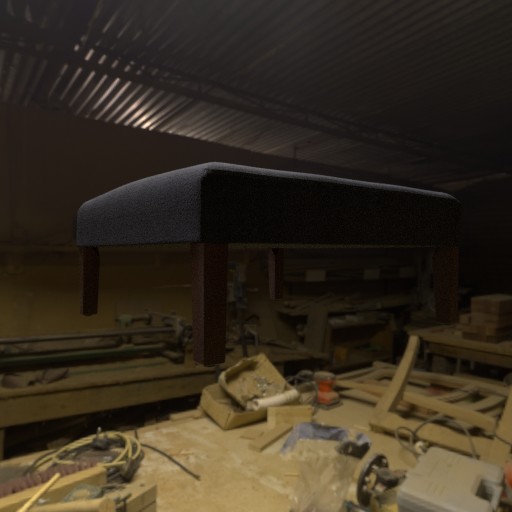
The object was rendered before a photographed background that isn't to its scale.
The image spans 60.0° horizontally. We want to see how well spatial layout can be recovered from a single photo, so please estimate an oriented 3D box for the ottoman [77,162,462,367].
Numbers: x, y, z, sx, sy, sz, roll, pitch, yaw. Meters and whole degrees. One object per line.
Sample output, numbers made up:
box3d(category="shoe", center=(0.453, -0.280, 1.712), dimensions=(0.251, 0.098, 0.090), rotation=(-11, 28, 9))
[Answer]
box3d(category="ottoman", center=(0.000, 0.000, 1.423), dimensions=(0.889, 0.411, 0.890), rotation=(0, 1, -36))
